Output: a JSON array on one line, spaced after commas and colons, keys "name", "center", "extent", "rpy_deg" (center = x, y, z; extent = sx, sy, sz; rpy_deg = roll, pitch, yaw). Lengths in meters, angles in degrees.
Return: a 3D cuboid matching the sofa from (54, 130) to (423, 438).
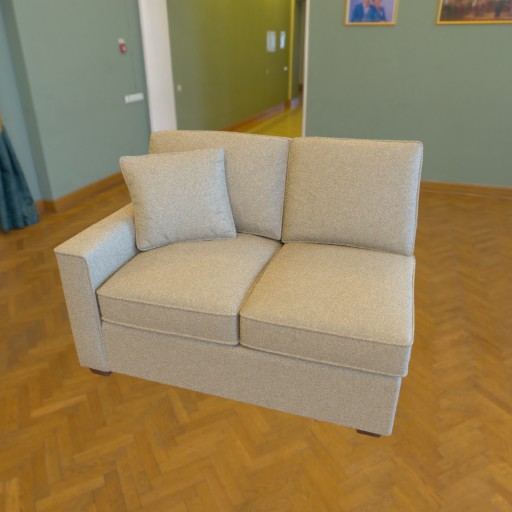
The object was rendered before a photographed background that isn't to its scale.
[{"name": "sofa", "center": [0.000, 0.000, 2.024], "extent": [1.388, 0.989, 0.991], "rpy_deg": [8, 27, 15]}]
